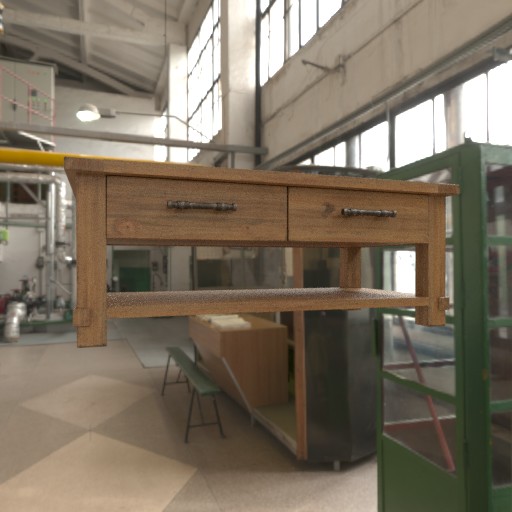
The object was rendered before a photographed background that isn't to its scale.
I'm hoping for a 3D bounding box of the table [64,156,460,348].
[{"bbox_3d":[0.000,0.000,1.647,1.270,0.494,0.693,0,-1,-19],"label":"table"}]
